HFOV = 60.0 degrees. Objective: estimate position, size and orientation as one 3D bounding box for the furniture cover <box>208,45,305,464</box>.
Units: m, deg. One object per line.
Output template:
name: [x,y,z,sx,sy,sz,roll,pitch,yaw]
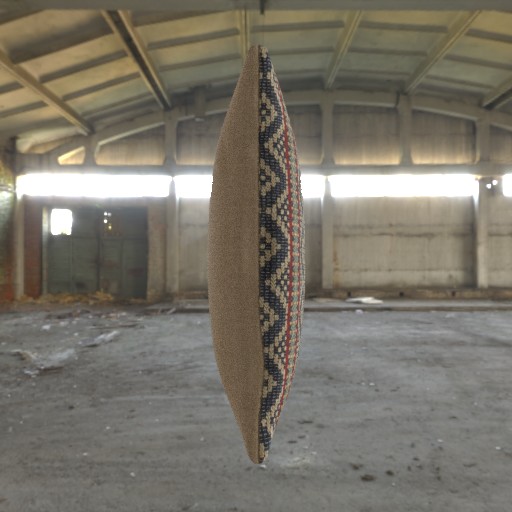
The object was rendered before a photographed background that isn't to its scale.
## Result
furniture cover: [0.000,0.000,0.665,0.139,0.431,0.431,0,-1,-1]
